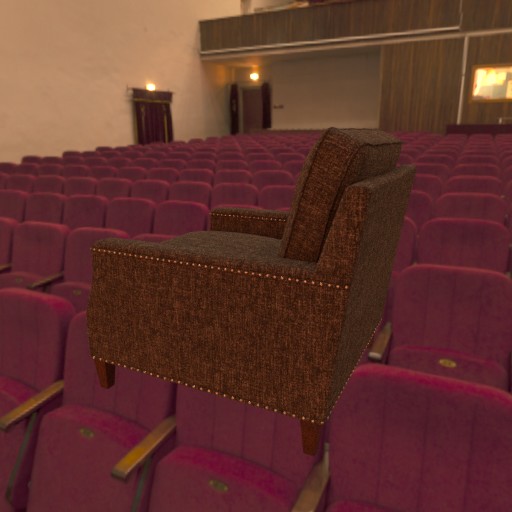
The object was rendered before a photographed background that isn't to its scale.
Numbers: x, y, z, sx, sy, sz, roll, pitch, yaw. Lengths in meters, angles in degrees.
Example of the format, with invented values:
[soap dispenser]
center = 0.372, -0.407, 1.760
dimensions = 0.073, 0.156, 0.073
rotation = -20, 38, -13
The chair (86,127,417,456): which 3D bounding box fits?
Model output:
[chair]
center = 0.000, 0.000, 1.700
dimensions = 1.014, 0.943, 0.853
rotation = 7, 17, 25
